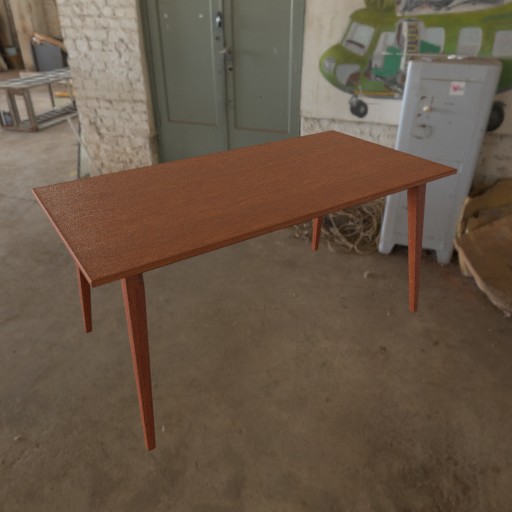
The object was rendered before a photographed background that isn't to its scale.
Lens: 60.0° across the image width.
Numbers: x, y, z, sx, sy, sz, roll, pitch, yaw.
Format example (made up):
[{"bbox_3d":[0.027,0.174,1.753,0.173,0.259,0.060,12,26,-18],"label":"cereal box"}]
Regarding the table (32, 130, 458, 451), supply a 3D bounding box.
[{"bbox_3d":[0.000,0.000,2.050,1.609,0.755,0.811,-19,35,-29],"label":"table"}]
